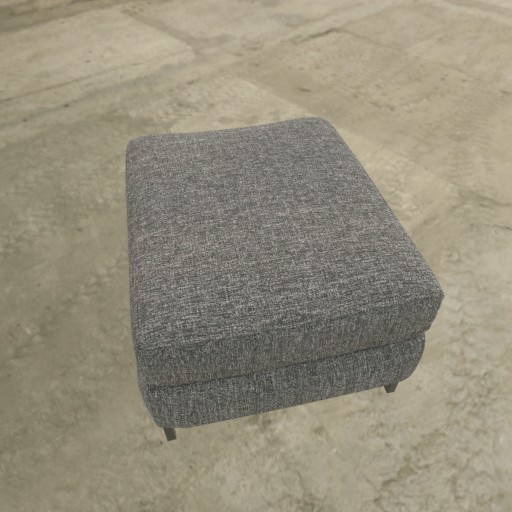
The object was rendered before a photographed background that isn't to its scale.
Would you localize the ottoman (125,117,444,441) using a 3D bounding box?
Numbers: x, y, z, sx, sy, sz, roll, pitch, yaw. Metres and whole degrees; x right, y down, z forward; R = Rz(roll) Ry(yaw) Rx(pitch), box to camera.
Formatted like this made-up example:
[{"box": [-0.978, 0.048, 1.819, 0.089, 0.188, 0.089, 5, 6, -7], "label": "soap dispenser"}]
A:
[{"box": [0.000, 0.000, 1.242, 0.683, 0.480, 0.828, -9, 46, -9], "label": "ottoman"}]
